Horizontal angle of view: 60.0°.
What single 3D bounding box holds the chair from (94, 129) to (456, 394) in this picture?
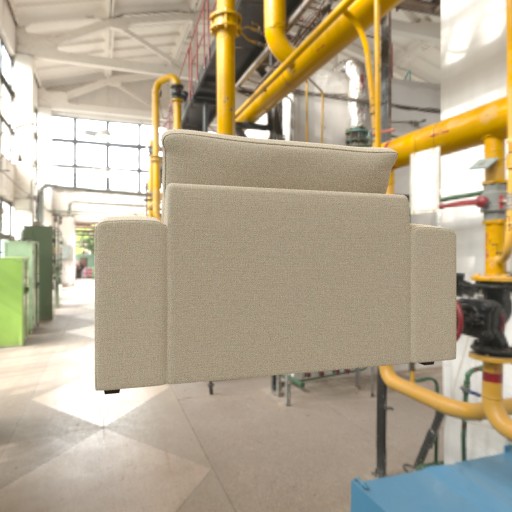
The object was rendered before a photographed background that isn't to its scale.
[{"bbox_3d":[0.000,0.000,2.091,1.398,0.915,1.039,0,0,-18],"label":"chair"}]
